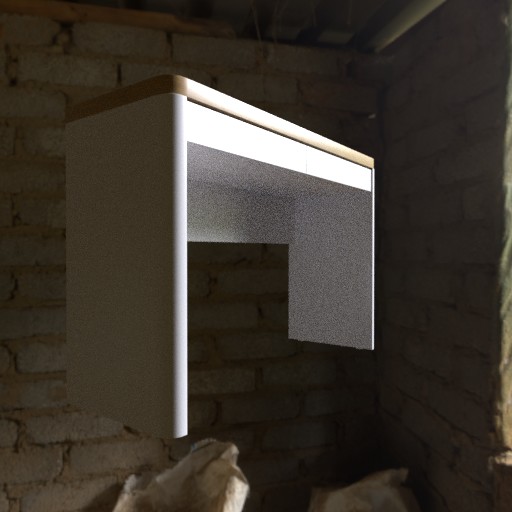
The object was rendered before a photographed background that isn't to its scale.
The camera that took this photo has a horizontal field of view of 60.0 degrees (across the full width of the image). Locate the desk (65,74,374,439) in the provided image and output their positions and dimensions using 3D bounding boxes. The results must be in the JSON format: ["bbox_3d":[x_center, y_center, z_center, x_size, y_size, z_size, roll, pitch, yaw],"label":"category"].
[{"bbox_3d":[0.000,0.000,1.456,0.390,0.760,1.100,0,1,37],"label":"desk"}]
